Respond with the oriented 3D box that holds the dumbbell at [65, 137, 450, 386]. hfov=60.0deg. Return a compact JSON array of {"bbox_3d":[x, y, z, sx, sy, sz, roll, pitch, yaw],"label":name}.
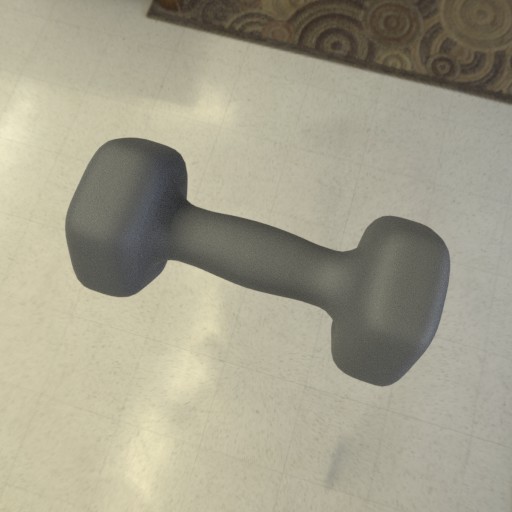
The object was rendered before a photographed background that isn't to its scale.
[{"bbox_3d":[0.000,0.000,0.304,0.240,0.105,0.116,18,77,4],"label":"dumbbell"}]
